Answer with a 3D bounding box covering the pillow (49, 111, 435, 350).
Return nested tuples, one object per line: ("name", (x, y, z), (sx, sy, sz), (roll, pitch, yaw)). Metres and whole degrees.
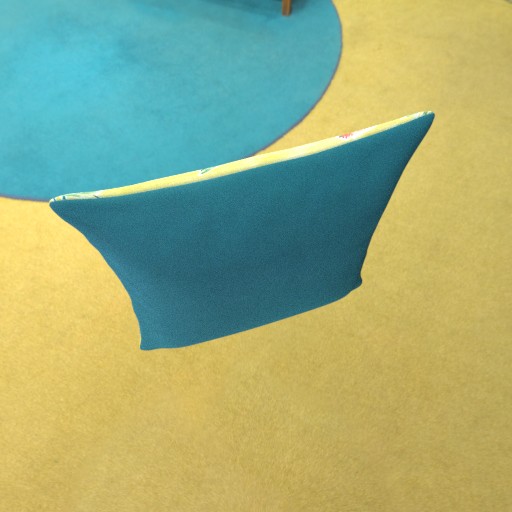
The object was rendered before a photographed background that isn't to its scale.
("pillow", (0.000, 0.000, 0.787), (0.525, 0.508, 0.166), (-15, 59, -10))
